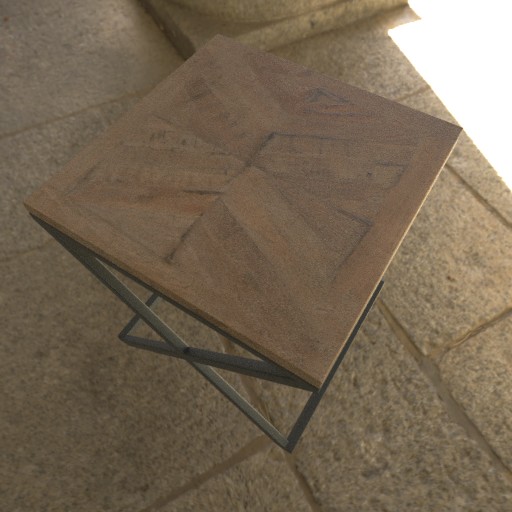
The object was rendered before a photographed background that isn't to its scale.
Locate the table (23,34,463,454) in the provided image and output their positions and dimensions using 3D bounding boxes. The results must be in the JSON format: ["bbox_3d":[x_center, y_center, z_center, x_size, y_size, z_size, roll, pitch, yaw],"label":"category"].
[{"bbox_3d":[0.000,0.000,0.919,0.498,0.550,0.499,28,62,16],"label":"table"}]
